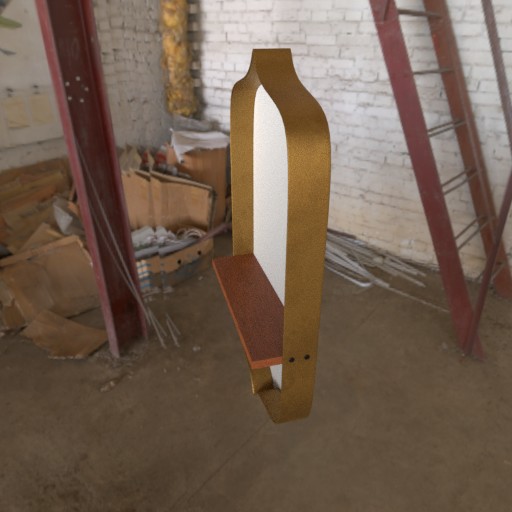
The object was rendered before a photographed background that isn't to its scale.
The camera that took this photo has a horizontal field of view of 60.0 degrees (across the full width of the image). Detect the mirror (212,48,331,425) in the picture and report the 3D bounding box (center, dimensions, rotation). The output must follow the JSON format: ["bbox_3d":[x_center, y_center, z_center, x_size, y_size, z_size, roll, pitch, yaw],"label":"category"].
[{"bbox_3d":[0.000,0.000,0.723,0.096,0.613,0.323,-7,29,-13],"label":"mirror"}]
